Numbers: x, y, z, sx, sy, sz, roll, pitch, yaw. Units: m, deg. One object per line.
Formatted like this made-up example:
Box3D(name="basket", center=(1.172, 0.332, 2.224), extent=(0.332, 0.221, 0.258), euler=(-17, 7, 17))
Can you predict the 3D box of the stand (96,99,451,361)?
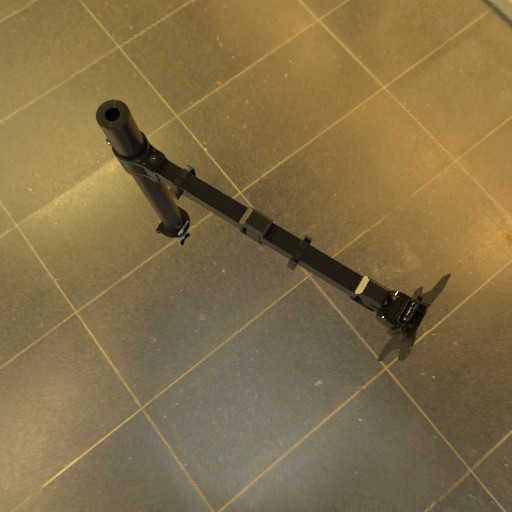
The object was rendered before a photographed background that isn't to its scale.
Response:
Box3D(name="stand", center=(0.000, 0.000, 0.730), extent=(0.456, 0.510, 0.115), euler=(31, 78, 7))
